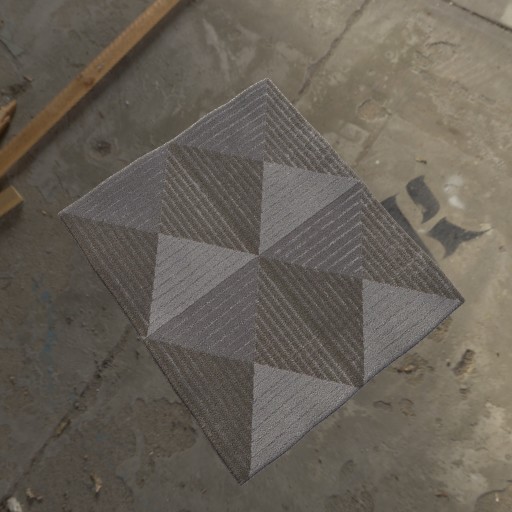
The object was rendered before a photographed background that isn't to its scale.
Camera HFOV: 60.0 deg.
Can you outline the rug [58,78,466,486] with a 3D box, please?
[{"bbox_3d":[0.000,0.000,0.883,0.551,0.008,0.642,-36,77,-9],"label":"rug"}]
